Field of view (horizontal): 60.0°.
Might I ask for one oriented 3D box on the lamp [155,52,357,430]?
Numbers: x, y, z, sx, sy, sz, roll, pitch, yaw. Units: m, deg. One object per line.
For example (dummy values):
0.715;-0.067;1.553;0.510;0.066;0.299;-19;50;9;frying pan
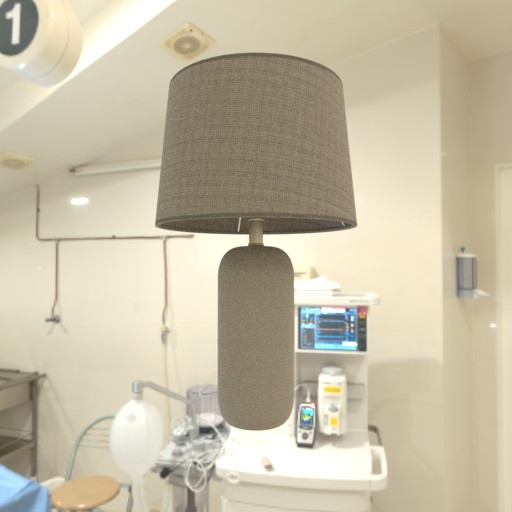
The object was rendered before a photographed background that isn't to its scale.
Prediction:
0.000;0.000;0.823;0.367;0.609;0.367;0;-1;0;lamp
